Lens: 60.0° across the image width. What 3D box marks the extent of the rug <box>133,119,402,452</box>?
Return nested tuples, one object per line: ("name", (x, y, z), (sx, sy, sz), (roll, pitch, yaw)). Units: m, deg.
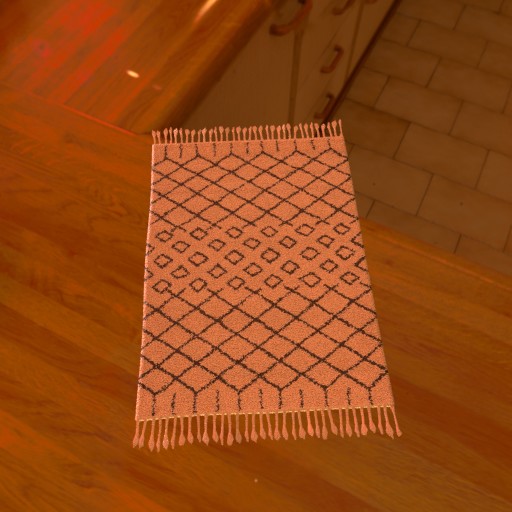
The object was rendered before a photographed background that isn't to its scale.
("rug", (0.000, 0.000, 3.294), (1.664, 0.029, 2.615), (-3, 63, -1))
